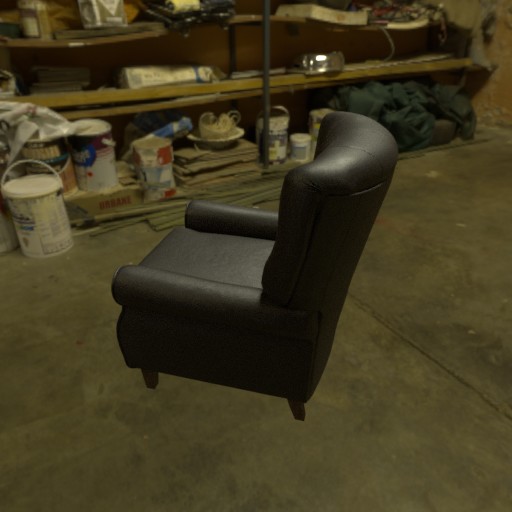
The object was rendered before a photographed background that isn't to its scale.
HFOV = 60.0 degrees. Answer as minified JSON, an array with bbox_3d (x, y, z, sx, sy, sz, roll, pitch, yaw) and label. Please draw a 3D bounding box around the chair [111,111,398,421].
[{"bbox_3d":[0.000,0.000,1.951,1.058,1.158,0.948,7,30,13],"label":"chair"}]
